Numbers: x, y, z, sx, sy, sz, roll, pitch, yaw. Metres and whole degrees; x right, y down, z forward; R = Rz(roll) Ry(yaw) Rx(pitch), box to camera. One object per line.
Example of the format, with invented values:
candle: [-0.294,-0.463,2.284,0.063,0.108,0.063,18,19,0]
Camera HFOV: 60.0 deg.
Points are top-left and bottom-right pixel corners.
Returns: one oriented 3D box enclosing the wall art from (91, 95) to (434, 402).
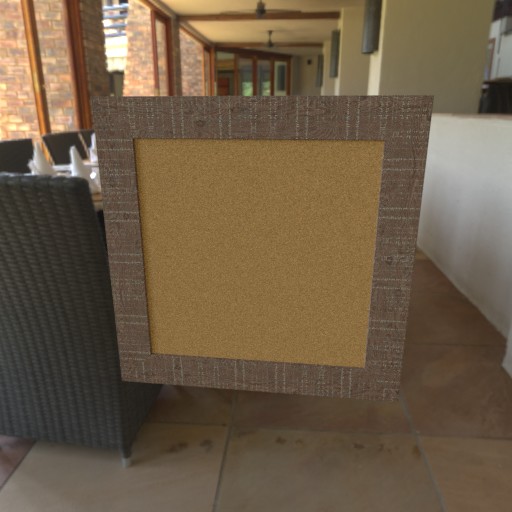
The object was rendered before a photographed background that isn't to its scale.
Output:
wall art: [0.000,0.000,0.783,0.531,0.531,0.040,2,18,7]
